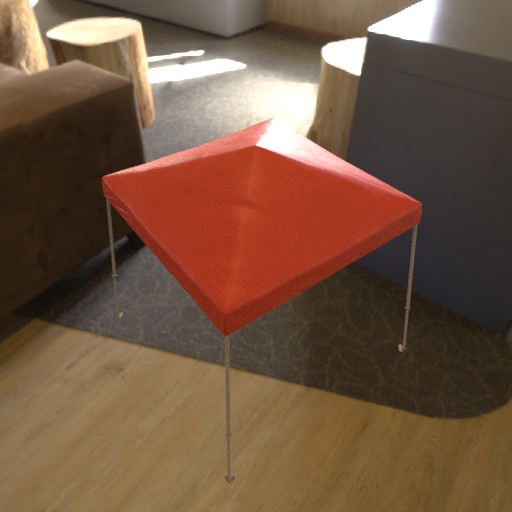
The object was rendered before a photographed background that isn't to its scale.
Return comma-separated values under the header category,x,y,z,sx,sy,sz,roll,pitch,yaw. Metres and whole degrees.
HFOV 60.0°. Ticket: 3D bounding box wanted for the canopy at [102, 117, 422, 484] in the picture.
category,x,y,z,sx,sy,sz,roll,pitch,yaw
canopy,0.000,0.000,5.154,2.849,2.850,2.850,-27,49,-26
